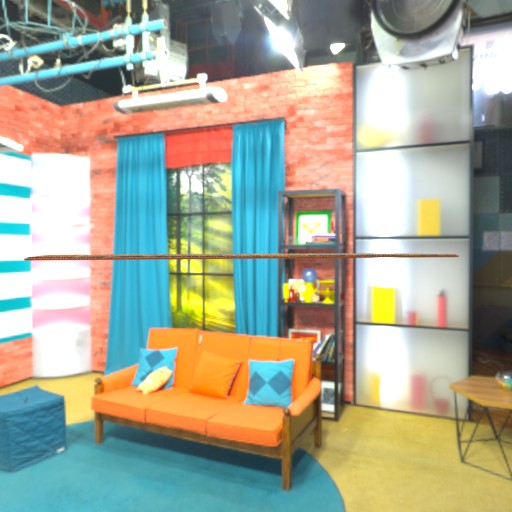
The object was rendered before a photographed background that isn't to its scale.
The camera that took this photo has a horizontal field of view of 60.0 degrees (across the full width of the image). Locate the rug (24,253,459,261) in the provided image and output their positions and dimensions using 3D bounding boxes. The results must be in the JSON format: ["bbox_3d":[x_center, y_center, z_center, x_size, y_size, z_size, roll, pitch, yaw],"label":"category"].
[{"bbox_3d":[0.000,0.000,2.527,2.274,0.016,0.651,0,1,-18],"label":"rug"}]
